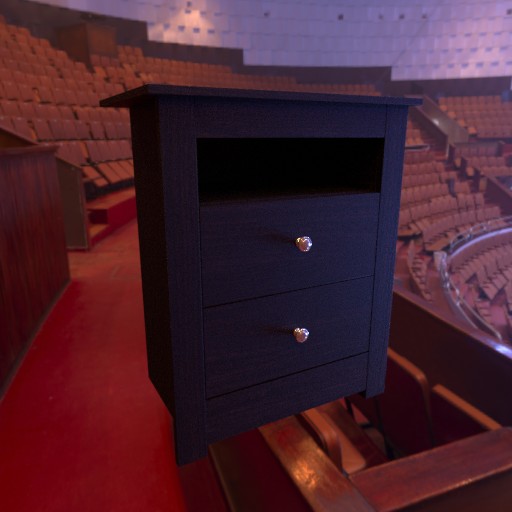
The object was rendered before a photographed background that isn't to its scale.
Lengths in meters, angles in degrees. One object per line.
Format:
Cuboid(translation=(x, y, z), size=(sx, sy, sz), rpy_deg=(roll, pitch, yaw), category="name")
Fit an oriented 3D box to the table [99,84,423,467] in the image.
Cuboid(translation=(0.000, 0.000, 1.066), size=(0.591, 0.711, 0.406), rpy_deg=(-8, 17, -28), category="table")
